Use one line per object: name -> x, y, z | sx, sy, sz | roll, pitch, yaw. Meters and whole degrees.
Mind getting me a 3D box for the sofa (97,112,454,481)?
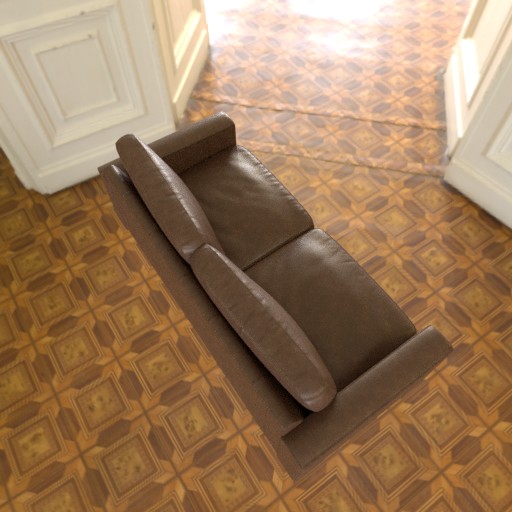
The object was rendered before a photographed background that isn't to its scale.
sofa -> 0.000, 0.000, 2.658 | 1.016, 0.873, 2.179 | -30, 63, -18
